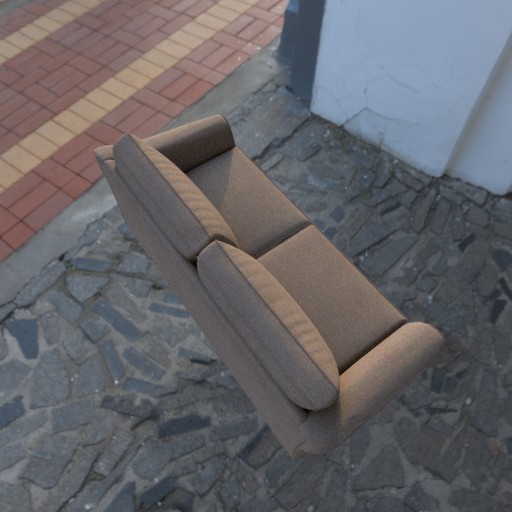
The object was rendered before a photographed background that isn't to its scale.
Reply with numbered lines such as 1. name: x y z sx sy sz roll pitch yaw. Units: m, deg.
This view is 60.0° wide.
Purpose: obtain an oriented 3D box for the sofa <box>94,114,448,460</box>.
1. sofa: 0.000 0.000 2.767 0.986 0.906 2.270 -32 64 -18
